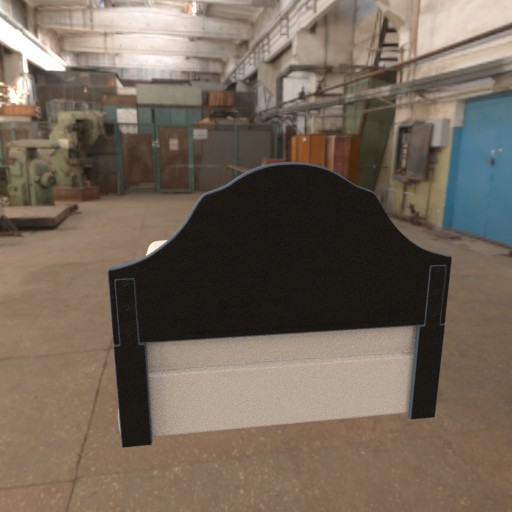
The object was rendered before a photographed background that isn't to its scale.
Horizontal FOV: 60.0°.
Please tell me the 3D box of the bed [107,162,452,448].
[{"bbox_3d":[0.000,0.000,3.702,2.039,1.617,2.477,-2,14,-9],"label":"bed"}]
